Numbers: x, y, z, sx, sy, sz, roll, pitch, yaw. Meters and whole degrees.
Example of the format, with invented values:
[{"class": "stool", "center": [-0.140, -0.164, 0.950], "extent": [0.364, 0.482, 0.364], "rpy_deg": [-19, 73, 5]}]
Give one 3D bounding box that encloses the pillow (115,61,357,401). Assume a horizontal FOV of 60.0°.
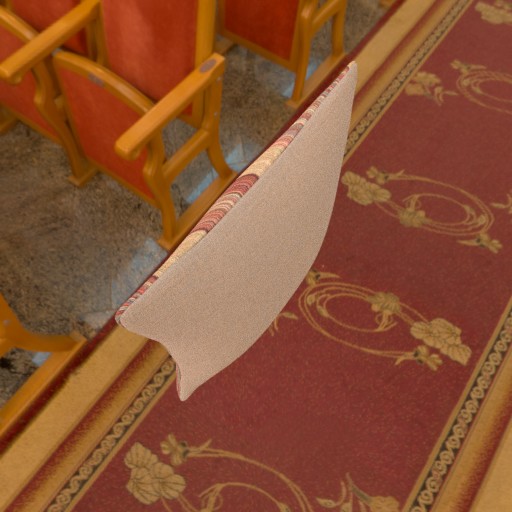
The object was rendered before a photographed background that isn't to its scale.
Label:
[{"class": "pillow", "center": [0.000, 0.000, 0.666], "extent": [0.136, 0.419, 0.437], "rpy_deg": [33, 67, 16]}]
